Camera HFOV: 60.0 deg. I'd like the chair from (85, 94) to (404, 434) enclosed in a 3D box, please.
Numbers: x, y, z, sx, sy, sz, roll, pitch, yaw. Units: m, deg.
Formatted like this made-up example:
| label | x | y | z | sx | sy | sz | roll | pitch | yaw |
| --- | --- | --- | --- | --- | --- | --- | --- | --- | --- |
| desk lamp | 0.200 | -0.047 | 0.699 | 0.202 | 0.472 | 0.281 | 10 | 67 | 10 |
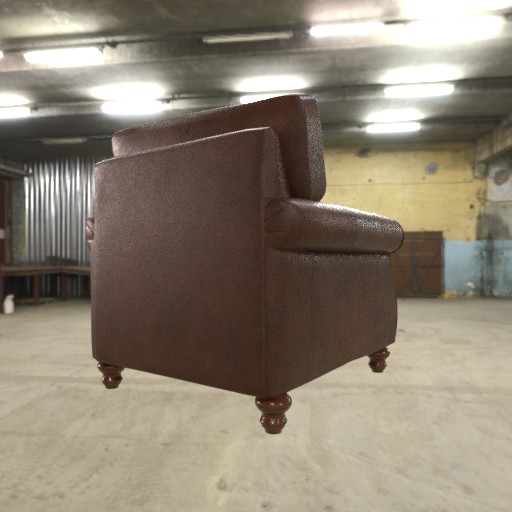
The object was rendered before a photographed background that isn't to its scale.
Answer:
| label | x | y | z | sx | sy | sz | roll | pitch | yaw |
| --- | --- | --- | --- | --- | --- | --- | --- | --- | --- |
| chair | 0.000 | 0.000 | 1.773 | 0.989 | 0.972 | 0.992 | 0 | 0 | 36 |
